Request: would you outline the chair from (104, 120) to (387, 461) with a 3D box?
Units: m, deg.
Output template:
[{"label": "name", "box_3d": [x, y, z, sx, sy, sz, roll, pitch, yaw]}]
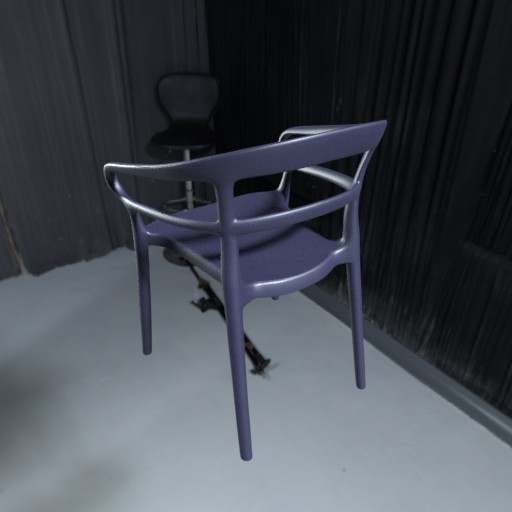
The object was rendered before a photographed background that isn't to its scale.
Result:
[{"label": "chair", "box_3d": [0.000, 0.000, 1.134, 0.559, 0.761, 0.527, -20, 36, -29]}]
